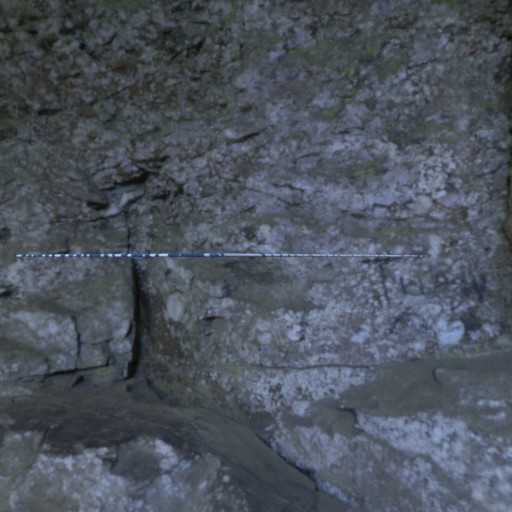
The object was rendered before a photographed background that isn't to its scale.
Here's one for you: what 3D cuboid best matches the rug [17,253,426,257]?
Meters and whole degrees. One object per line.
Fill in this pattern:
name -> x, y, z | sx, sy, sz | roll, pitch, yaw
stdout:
rug -> 0.000, 0.000, 2.986 | 1.517, 0.011, 2.435 | 0, 0, 38
